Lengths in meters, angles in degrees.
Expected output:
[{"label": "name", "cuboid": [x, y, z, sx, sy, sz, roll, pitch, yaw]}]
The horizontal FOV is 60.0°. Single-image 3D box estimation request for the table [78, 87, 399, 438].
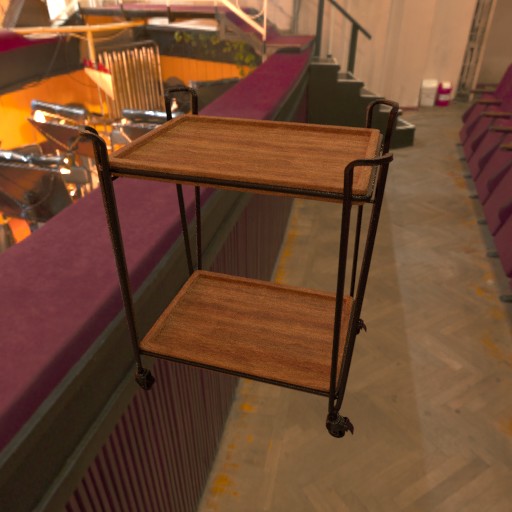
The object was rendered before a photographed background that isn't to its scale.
[{"label": "table", "cuboid": [0.000, 0.000, 1.249, 0.672, 0.785, 0.505, 9, 33, 14]}]
